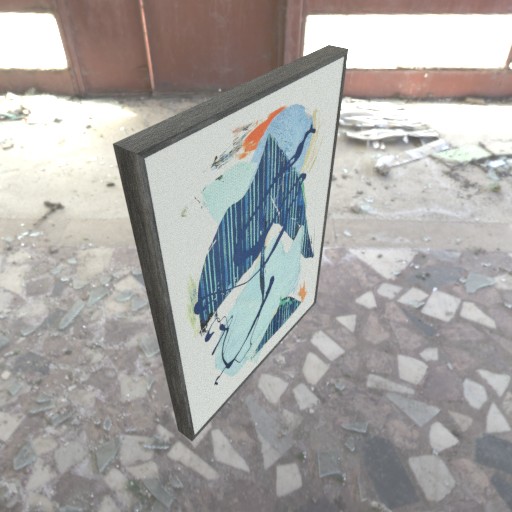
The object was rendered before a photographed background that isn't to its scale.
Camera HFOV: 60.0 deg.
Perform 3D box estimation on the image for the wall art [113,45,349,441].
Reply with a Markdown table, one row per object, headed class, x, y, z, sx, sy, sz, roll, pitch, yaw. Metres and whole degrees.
| class | x | y | z | sx | sy | sz | roll | pitch | yaw |
| --- | --- | --- | --- | --- | --- | --- | --- | --- | --- |
| wall art | 0.000 | 0.000 | 1.335 | 0.063 | 1.016 | 0.762 | 26 | 47 | 27 |
